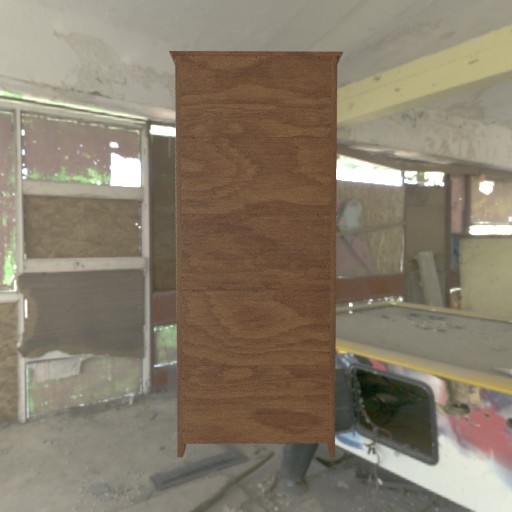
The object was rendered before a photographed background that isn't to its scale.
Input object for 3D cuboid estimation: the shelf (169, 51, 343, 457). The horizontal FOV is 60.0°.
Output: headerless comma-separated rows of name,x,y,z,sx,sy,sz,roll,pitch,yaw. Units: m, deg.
shelf,0.000,0.000,2.246,0.805,1.905,0.335,0,2,-1
